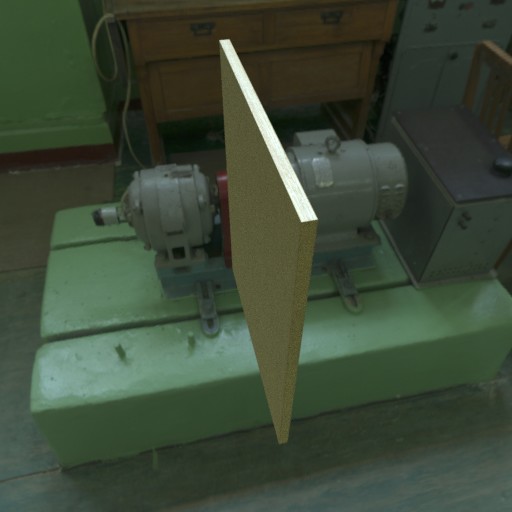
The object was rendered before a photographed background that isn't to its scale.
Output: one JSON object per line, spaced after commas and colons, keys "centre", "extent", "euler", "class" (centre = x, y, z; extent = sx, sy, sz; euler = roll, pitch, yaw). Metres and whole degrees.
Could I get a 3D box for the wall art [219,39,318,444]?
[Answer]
{"centre": [0.000, 0.000, 1.383], "extent": [0.030, 1.002, 0.798], "euler": [-10, 48, -9], "class": "wall art"}
